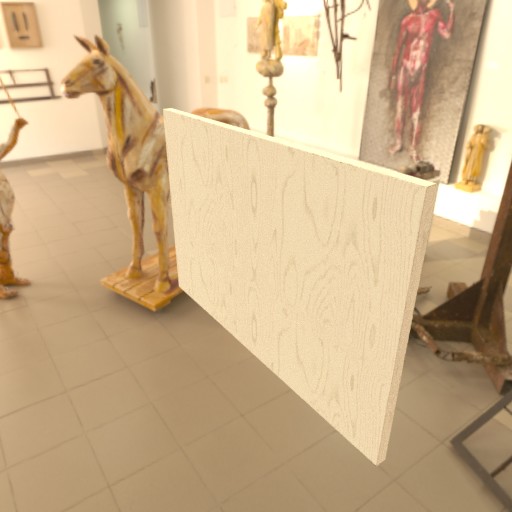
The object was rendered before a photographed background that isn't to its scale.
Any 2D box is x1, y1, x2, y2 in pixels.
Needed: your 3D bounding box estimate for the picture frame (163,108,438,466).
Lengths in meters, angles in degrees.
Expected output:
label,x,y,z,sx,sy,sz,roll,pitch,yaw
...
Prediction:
label,x,y,z,sx,sy,sz,roll,pitch,yaw
picture frame,0.000,0.000,1.184,0.029,0.640,0.950,-18,32,-31
